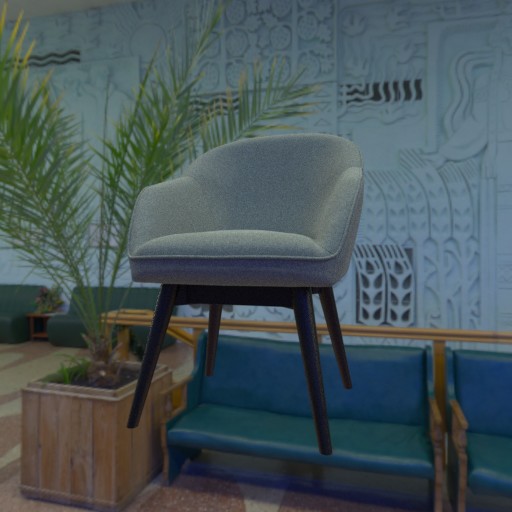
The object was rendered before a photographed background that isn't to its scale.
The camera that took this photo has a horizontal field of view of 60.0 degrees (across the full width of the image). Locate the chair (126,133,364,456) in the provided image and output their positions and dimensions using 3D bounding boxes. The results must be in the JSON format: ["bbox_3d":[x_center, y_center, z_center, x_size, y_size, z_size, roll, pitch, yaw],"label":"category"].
[{"bbox_3d":[0.000,0.000,1.223,0.589,0.810,0.611,0,1,17],"label":"chair"}]
